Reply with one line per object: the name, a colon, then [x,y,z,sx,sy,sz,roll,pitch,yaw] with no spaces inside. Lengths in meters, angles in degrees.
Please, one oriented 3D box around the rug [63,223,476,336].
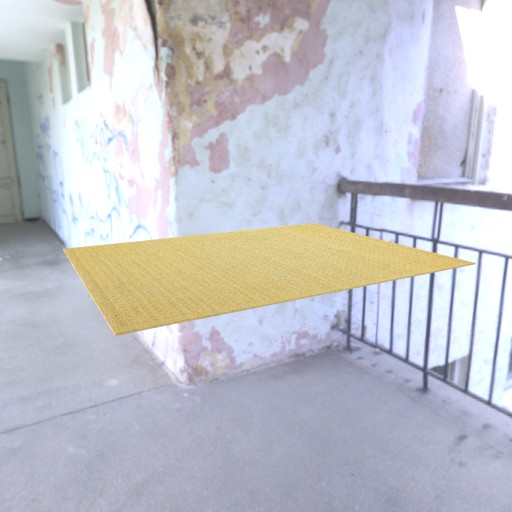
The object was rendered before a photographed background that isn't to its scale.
rug: [0.000,0.000,4.361,3.242,0.015,2.486,-8,16,-28]
